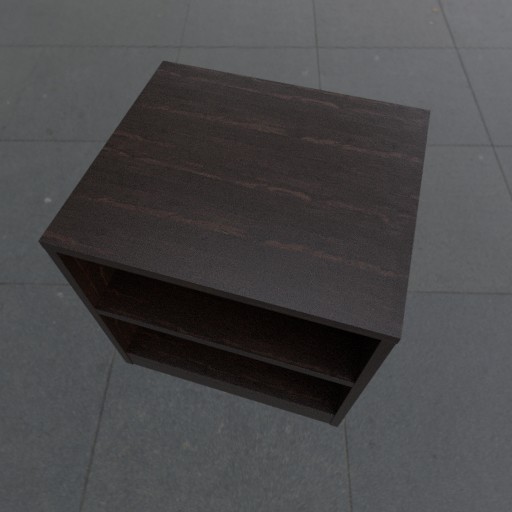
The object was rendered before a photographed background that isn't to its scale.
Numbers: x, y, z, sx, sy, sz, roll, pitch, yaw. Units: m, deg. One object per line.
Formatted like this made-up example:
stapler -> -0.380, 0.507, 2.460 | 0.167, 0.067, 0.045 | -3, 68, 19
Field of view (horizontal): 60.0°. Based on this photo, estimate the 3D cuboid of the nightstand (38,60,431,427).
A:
nightstand -> 0.000, 0.000, 0.877 | 0.489, 0.487, 0.427 | 14, 58, 9
